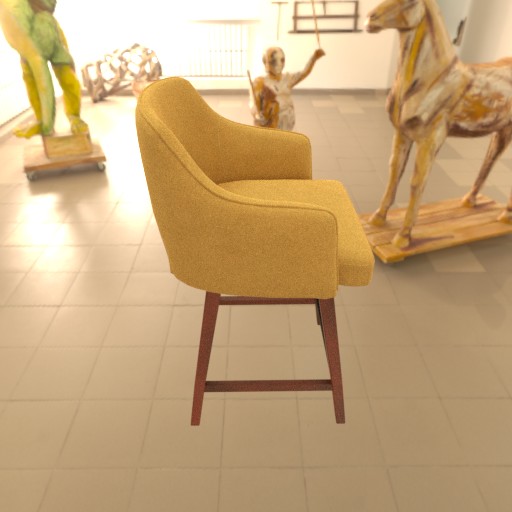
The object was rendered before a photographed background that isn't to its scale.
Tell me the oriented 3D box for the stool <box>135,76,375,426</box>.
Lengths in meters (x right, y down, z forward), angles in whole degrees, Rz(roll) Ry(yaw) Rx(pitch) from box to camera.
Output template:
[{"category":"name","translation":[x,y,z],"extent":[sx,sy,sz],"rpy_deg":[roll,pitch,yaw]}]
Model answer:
[{"category":"stool","translation":[0.000,0.000,1.281],"extent":[0.558,0.924,0.548],"rpy_deg":[-1,34,-1]}]
